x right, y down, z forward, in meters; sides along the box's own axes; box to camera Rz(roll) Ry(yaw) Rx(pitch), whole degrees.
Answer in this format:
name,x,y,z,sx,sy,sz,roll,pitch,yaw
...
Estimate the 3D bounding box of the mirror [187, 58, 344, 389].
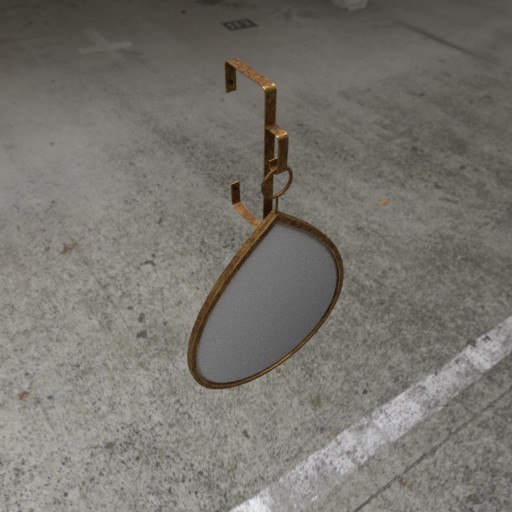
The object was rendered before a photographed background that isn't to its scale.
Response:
name,x,y,z,sx,sy,sz,roll,pitch,yaw
mirror,0.000,0.000,0.897,0.405,0.744,0.144,-26,52,-22
